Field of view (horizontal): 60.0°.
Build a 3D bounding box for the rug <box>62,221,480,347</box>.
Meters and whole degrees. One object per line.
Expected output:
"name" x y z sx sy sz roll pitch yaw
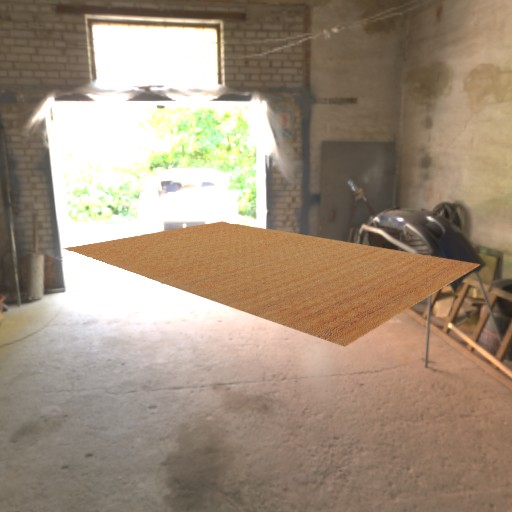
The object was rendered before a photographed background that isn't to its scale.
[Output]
"rug" 0.000 0.000 2.894 2.285 0.006 1.524 13 19 41
